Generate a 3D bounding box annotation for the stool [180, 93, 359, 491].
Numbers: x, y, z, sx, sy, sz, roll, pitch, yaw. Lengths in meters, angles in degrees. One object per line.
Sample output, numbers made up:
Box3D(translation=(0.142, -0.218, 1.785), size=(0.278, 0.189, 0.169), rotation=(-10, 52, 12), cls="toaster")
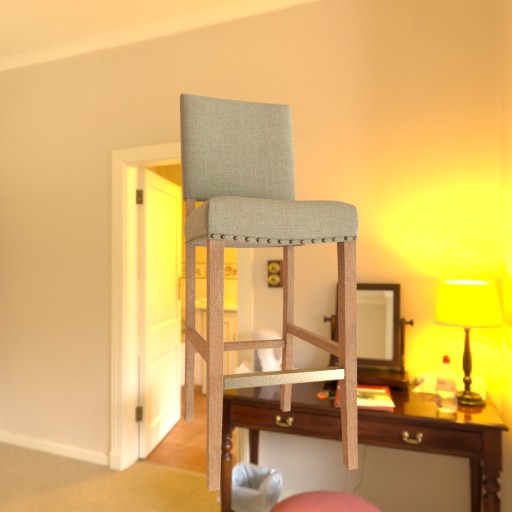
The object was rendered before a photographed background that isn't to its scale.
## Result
Box3D(translation=(0.000, 0.000, 1.460), size=(0.445, 1.203, 0.585), rotation=(0, 0, -17), cls="stool")
